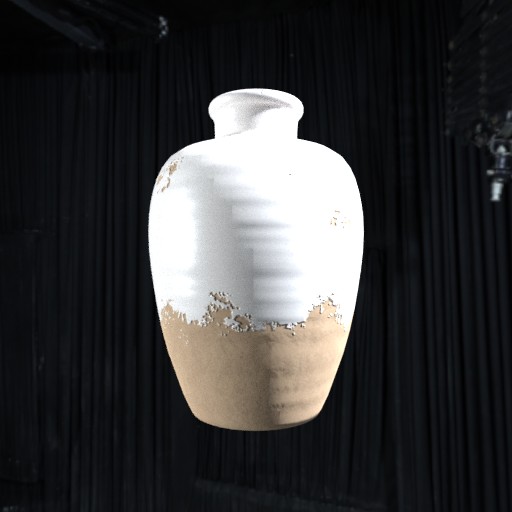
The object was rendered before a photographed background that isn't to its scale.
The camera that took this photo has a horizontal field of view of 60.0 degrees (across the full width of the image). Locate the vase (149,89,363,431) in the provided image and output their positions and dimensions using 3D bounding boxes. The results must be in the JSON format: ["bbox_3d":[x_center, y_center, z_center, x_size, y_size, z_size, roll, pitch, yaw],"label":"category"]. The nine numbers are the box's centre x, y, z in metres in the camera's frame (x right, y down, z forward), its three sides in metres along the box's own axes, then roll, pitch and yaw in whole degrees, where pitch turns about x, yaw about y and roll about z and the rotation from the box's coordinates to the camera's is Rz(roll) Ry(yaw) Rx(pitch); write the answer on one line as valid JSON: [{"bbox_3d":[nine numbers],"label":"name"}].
[{"bbox_3d":[0.000,0.000,0.335,0.158,0.228,0.158,0,-1,0],"label":"vase"}]
